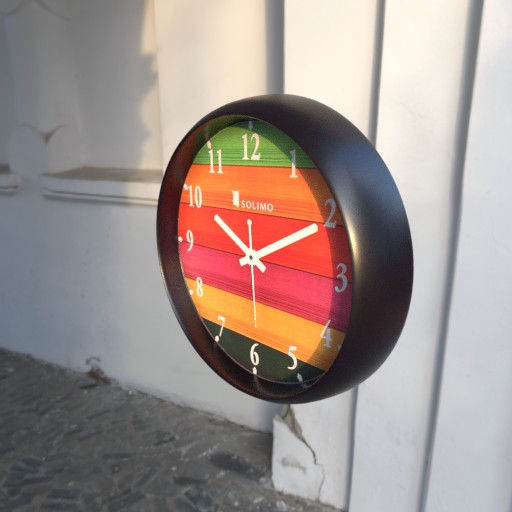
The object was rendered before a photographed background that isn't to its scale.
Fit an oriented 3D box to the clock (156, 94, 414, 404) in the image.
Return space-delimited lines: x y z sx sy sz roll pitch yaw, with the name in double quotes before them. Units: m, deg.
"clock" 0.000 0.000 0.432 0.060 0.300 0.300 -14 21 -42
